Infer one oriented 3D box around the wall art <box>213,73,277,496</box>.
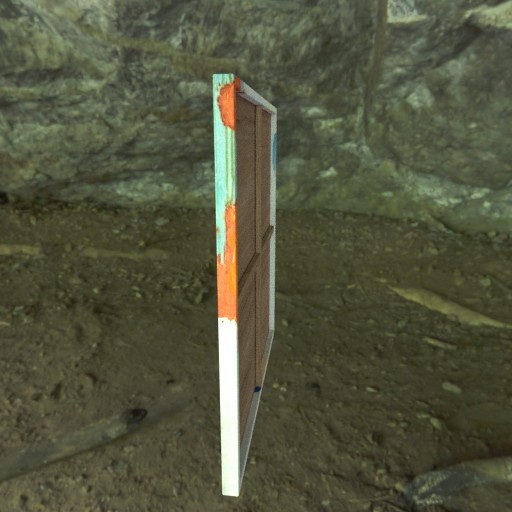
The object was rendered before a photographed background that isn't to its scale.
[{"bbox_3d":[0.000,0.000,1.502,0.044,1.017,1.017,2,15,7],"label":"wall art"}]
